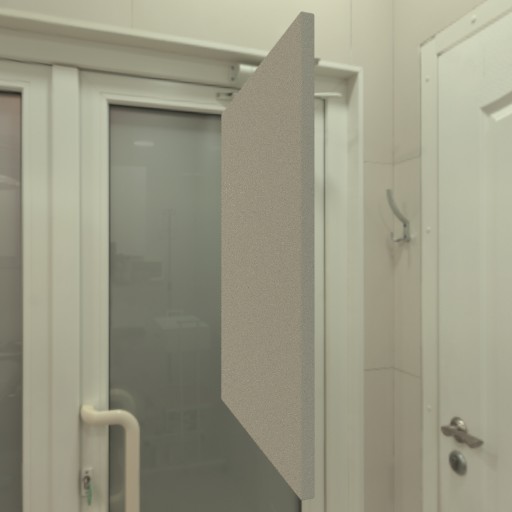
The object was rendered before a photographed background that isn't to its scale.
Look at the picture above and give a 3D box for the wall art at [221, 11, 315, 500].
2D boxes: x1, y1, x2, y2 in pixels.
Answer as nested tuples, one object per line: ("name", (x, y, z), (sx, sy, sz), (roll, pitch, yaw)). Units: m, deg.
("wall art", (0.000, 0.000, 1.458), (0.038, 1.183, 0.808), (0, 0, -18))
